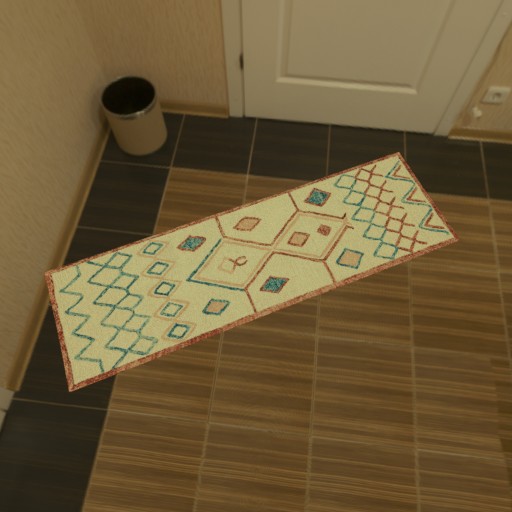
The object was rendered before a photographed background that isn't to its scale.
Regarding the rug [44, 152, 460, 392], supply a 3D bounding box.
[{"bbox_3d":[0.000,0.000,2.705,2.435,0.011,0.750,-20,65,-10],"label":"rug"}]
